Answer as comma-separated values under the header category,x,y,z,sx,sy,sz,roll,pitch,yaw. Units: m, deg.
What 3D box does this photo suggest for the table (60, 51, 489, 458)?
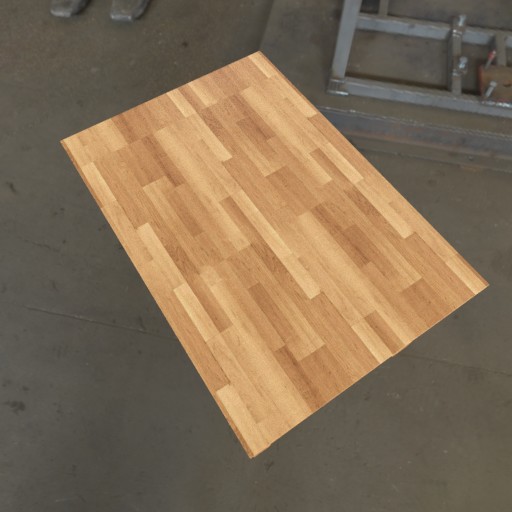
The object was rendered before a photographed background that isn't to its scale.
category,x,y,z,sx,sy,sz,roll,pitch,yaw
table,0.000,0.000,1.862,0.900,0.750,1.300,-31,67,-15
